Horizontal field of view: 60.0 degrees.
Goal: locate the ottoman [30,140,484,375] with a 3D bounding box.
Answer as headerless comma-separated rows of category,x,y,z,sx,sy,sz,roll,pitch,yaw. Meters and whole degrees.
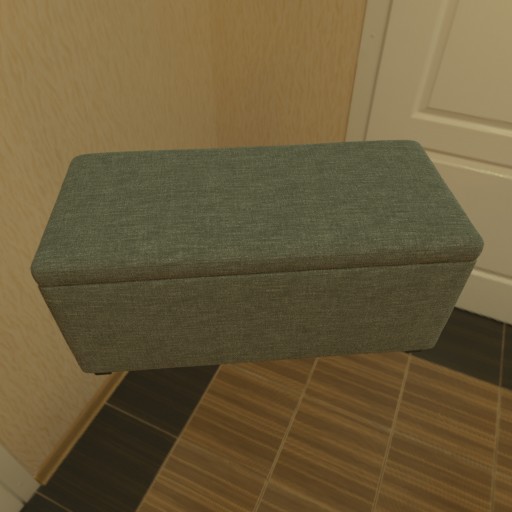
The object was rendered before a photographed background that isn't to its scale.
ottoman,0.000,0.000,1.117,0.902,0.432,0.419,-3,45,-3
